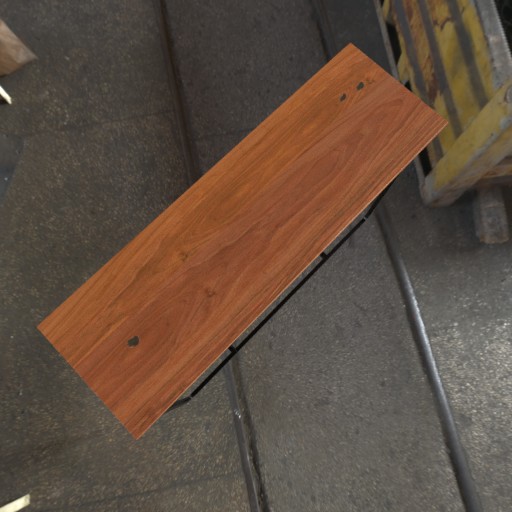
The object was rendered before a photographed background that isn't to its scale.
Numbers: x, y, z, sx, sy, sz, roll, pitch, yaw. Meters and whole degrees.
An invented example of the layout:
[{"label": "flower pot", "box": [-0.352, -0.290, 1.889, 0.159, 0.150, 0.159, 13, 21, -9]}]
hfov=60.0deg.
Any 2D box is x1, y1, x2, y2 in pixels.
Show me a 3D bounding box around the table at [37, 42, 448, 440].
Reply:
[{"label": "table", "box": [0.000, 0.000, 1.462, 0.350, 0.750, 1.100, 44, 79, 10]}]
